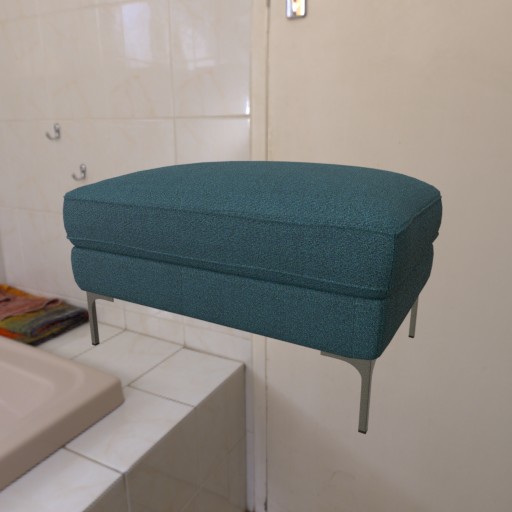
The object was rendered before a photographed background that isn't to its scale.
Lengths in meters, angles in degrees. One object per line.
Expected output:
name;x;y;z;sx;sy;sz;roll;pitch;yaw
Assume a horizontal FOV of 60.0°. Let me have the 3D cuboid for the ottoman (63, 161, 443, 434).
ottoman;0.000;0.000;1.194;0.856;0.498;0.563;9;18;28
